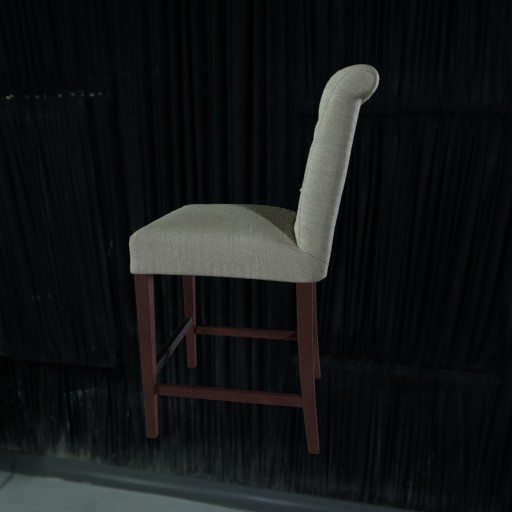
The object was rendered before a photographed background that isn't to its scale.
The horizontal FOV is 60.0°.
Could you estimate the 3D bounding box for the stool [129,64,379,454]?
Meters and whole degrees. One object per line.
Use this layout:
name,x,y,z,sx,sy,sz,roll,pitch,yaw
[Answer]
stool,0.000,0.000,1.427,0.660,1.084,0.486,2,16,8
